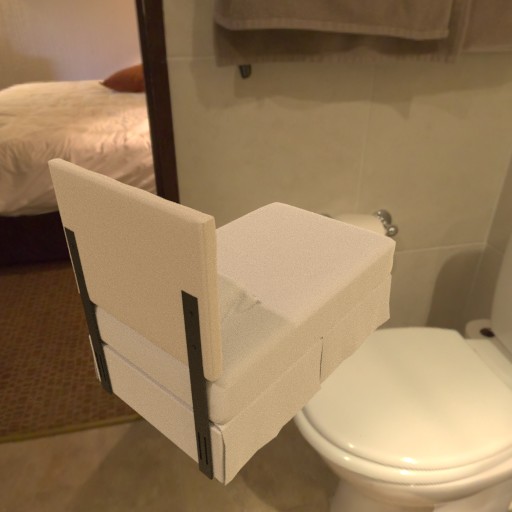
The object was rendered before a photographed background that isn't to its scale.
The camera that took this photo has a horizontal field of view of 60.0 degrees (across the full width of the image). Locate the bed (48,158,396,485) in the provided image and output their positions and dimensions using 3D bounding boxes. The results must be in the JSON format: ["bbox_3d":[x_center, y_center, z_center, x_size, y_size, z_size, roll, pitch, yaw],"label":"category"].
[{"bbox_3d":[0.000,0.000,2.969,1.261,1.571,1.997,23,37,34],"label":"bed"}]
